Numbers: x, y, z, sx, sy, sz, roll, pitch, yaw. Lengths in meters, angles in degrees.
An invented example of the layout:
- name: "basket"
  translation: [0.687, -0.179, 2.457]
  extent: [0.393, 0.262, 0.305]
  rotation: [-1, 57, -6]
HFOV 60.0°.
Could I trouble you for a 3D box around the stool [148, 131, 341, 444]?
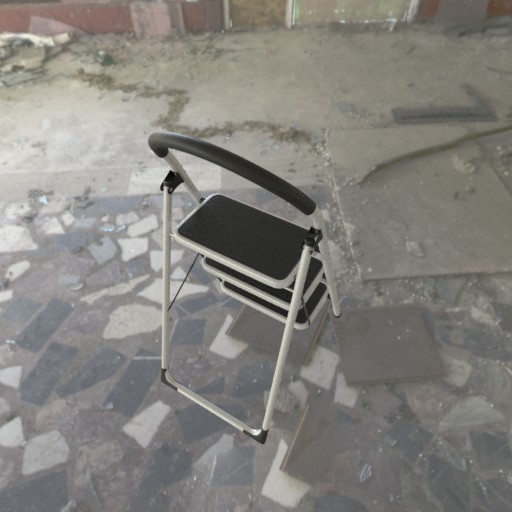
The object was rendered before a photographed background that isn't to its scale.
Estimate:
- name: "stool"
  translation: [0.000, 0.000, 1.454]
  extent: [0.485, 1.109, 0.676]
  rotation: [24, 52, 21]
